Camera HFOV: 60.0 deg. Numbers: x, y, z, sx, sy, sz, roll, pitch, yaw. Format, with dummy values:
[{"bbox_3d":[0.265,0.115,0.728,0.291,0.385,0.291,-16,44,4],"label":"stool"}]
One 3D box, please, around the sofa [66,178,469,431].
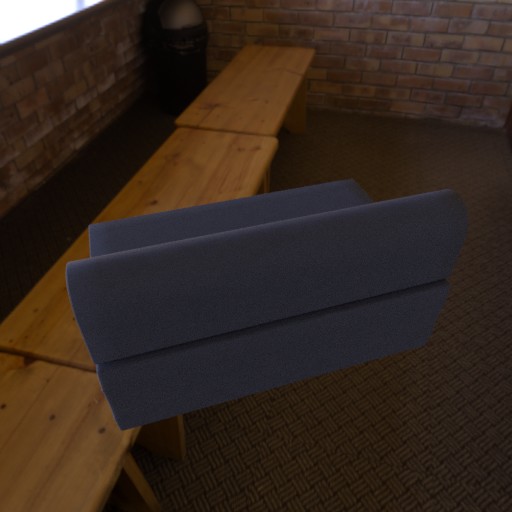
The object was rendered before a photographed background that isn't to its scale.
[{"bbox_3d":[0.000,0.000,1.694,1.219,0.660,0.762,-12,42,-13],"label":"sofa"}]
